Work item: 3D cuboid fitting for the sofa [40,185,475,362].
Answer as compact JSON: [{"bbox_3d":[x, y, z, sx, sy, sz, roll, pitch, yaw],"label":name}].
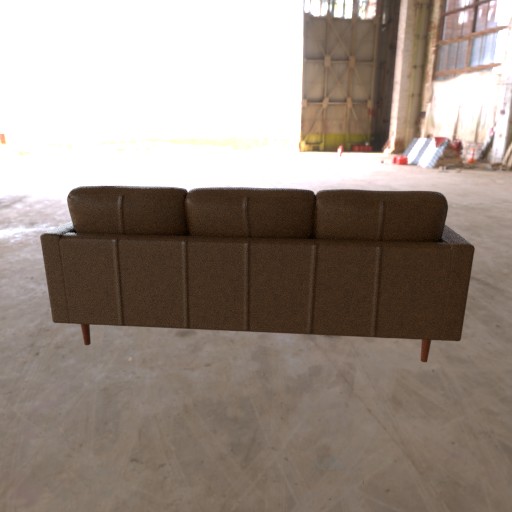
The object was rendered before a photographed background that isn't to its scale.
[{"bbox_3d":[0.000,0.000,2.747,2.231,0.930,0.903,2,17,5],"label":"sofa"}]
